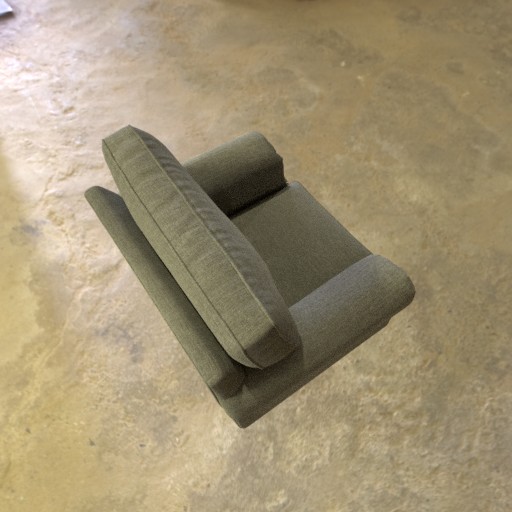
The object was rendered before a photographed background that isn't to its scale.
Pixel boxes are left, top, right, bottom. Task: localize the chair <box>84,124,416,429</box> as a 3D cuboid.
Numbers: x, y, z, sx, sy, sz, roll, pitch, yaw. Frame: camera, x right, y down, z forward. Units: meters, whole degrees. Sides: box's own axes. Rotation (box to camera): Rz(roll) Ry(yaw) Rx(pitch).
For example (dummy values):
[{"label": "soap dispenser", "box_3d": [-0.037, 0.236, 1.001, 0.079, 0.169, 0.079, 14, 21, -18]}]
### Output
[{"label": "chair", "box_3d": [0.000, 0.000, 1.859, 0.965, 0.961, 1.092, -30, 61, -19]}]
